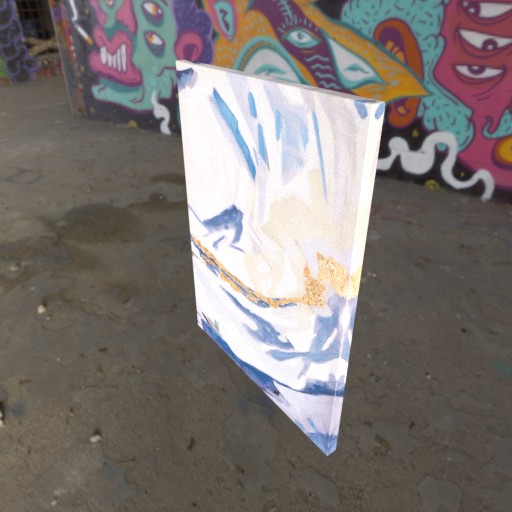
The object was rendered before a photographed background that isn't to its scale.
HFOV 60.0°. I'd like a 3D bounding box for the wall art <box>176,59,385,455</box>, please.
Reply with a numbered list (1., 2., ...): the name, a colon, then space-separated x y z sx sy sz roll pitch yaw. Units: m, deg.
1. wall art: 0.000 0.000 1.334 0.038 1.015 0.761 -21 36 -31
